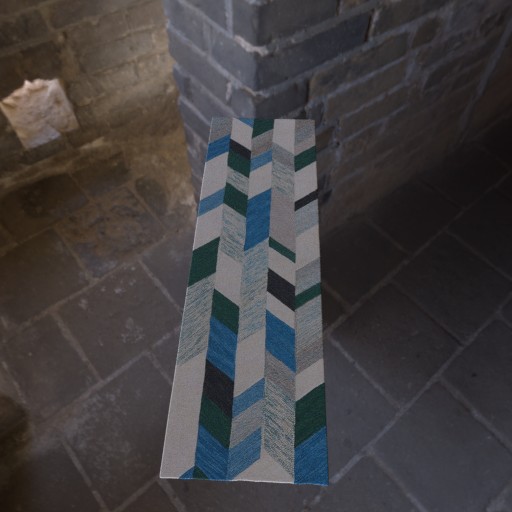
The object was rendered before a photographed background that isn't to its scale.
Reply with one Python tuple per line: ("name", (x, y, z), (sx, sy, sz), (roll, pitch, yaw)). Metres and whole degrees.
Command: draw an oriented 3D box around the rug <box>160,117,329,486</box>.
("rug", (0.000, 0.000, 2.667), (0.774, 0.008, 2.437), (2, 58, 1))
